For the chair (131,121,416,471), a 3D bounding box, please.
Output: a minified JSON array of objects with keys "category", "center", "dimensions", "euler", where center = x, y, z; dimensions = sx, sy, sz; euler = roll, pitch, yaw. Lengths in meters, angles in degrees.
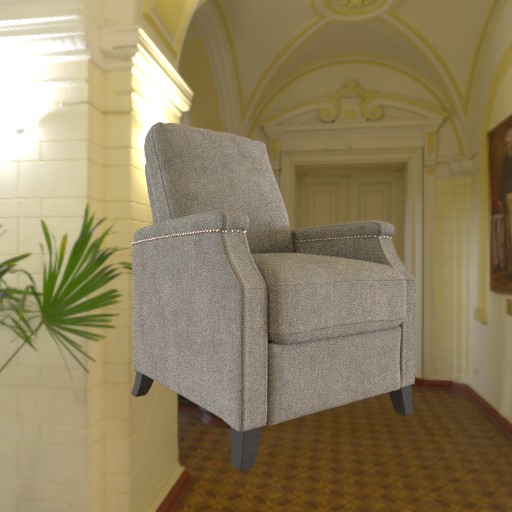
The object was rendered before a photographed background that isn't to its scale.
[{"category":"chair","center":[0.000,0.000,1.609],"dimensions":[0.710,1.049,0.922],"euler":[0,0,-36]}]
